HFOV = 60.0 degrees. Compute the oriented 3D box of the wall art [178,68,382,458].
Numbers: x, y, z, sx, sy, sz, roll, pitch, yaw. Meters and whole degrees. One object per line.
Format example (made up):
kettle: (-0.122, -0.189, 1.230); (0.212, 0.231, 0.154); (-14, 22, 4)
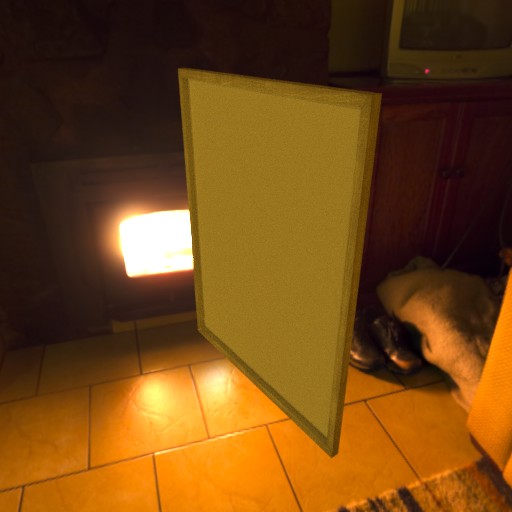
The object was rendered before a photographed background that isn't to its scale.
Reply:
wall art: (0.000, 0.000, 1.365); (0.035, 1.022, 0.781); (-19, 33, -33)
